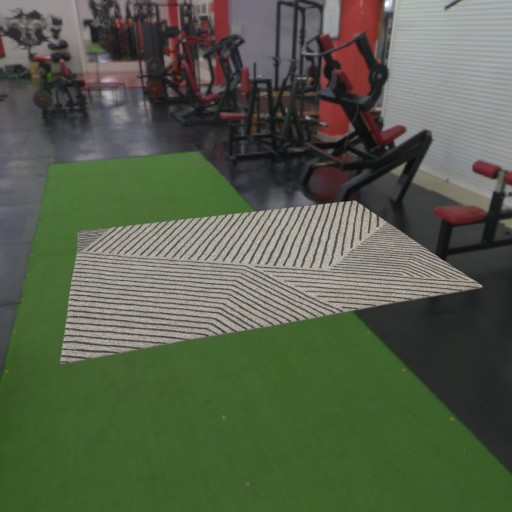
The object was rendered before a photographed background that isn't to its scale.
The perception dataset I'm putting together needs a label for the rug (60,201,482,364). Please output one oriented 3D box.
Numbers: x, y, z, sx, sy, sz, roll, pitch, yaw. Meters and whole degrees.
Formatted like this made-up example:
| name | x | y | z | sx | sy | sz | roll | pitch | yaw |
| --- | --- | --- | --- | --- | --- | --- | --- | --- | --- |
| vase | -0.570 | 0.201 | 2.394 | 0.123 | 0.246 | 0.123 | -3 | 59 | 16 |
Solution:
| name | x | y | z | sx | sy | sz | roll | pitch | yaw |
| --- | --- | --- | --- | --- | --- | --- | --- | --- | --- |
| rug | 0.000 | 0.000 | 2.348 | 1.842 | 0.019 | 1.237 | -8 | 28 | -15 |
